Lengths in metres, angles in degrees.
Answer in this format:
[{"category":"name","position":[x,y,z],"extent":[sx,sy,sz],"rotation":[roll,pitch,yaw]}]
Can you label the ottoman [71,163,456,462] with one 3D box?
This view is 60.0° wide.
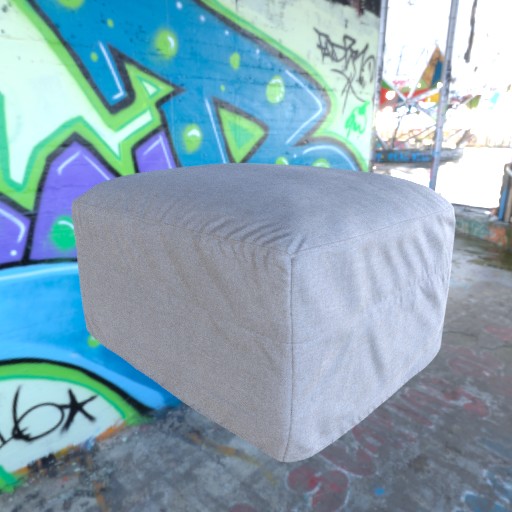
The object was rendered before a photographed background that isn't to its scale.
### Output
[{"category":"ottoman","position":[0.000,0.000,1.192],"extent":[0.837,0.481,0.683],"rotation":[16,23,43]}]
